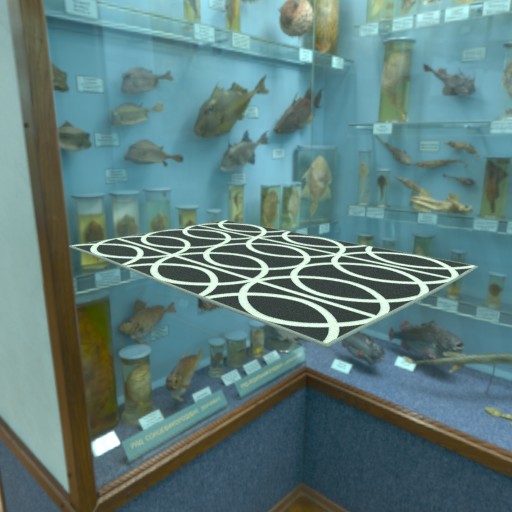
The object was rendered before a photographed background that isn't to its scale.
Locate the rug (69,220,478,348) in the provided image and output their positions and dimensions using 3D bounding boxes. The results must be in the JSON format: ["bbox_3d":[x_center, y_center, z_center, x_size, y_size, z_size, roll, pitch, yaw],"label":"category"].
[{"bbox_3d":[0.000,0.000,2.923,2.290,0.014,1.526,14,20,43],"label":"rug"}]
